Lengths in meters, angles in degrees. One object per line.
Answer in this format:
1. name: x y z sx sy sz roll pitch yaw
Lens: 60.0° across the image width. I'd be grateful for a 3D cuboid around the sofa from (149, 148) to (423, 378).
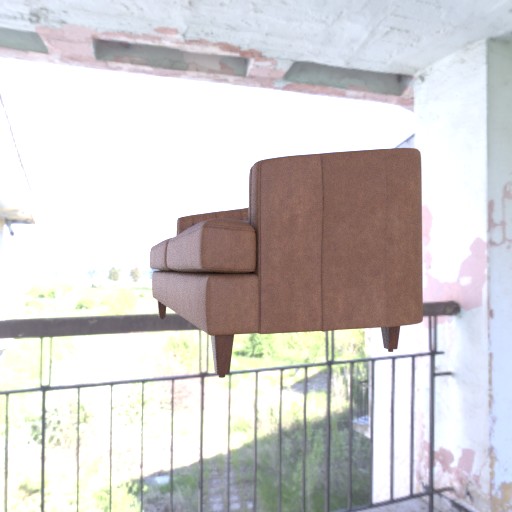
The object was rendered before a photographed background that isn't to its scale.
1. sofa: 0.000 0.000 2.245 0.914 0.786 1.755 1 -2 -18
